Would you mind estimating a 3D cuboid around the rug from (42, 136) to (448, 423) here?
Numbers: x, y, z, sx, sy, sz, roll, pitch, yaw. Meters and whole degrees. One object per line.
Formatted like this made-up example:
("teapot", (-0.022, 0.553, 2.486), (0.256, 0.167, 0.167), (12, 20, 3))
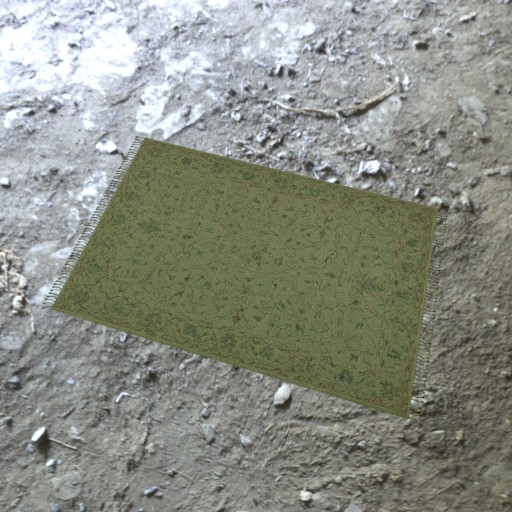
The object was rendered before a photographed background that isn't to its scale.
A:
("rug", (0.000, 0.000, 3.026), (2.435, 0.010, 1.544), (15, 64, 8))
